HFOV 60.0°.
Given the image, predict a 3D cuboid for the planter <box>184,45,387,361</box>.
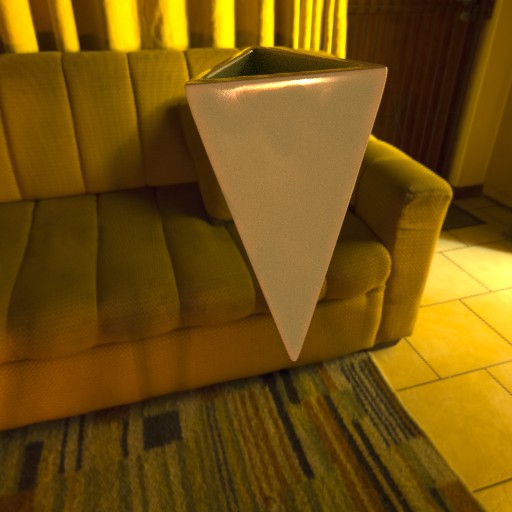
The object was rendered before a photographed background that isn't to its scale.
[{"bbox_3d":[0.000,0.000,0.218,0.064,0.178,0.080,-22,38,-31],"label":"planter"}]
